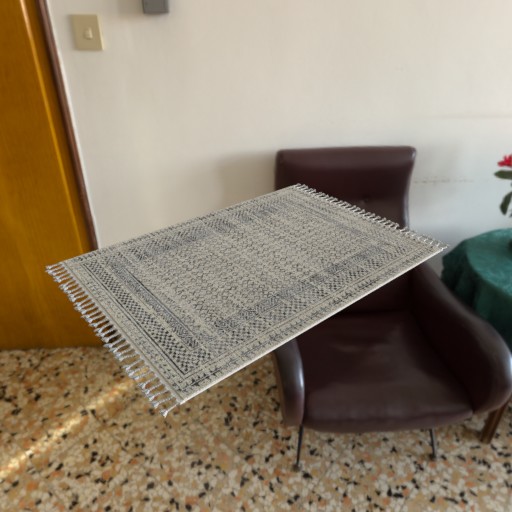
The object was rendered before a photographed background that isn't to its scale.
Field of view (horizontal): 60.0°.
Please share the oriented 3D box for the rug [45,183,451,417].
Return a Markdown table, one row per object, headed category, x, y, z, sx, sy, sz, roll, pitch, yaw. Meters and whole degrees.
| category | x | y | z | sx | sy | sz | roll | pitch | yaw |
| --- | --- | --- | --- | --- | --- | --- | --- | --- | --- |
| rug | 0.000 | 0.000 | 2.409 | 1.872 | 0.013 | 1.243 | -23 | 38 | -33 |
